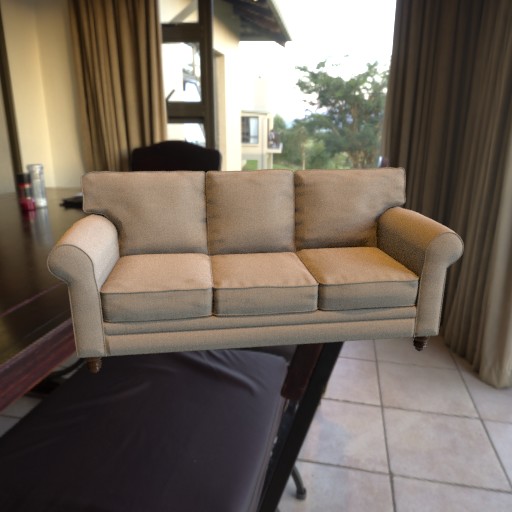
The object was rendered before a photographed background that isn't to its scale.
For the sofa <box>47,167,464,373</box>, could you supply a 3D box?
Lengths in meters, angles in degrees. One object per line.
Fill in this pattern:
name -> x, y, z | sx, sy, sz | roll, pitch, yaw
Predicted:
sofa -> 0.000, 0.000, 2.614 | 2.084, 0.961, 0.916 | -2, 17, -7
